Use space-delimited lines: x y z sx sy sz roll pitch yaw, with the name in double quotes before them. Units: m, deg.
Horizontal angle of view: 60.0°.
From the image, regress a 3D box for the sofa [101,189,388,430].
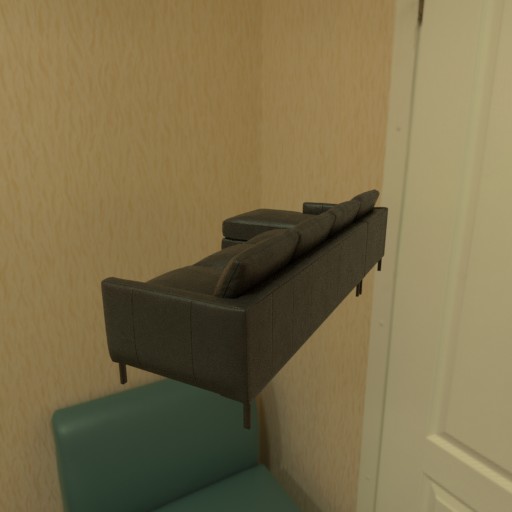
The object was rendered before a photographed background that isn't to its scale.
"sofa" 0.000 0.000 3.590 1.471 0.859 2.993 8 18 27
